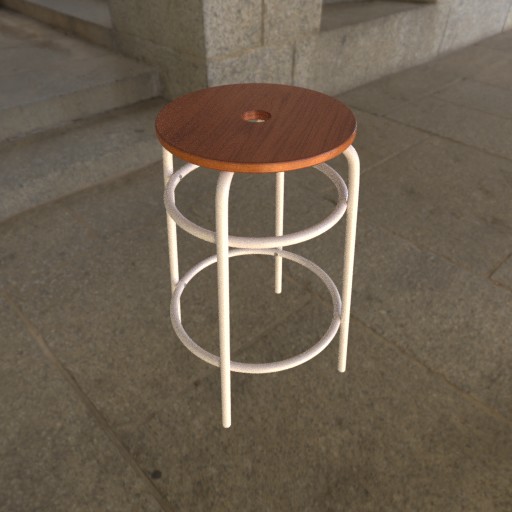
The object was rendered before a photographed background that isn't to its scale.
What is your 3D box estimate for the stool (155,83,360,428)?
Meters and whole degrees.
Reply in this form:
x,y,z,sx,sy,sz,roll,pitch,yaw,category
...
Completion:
x,y,z,sx,sy,sz,roll,pitch,yaw,category
0.000,0.000,0.938,0.455,0.610,0.455,11,41,13,stool
